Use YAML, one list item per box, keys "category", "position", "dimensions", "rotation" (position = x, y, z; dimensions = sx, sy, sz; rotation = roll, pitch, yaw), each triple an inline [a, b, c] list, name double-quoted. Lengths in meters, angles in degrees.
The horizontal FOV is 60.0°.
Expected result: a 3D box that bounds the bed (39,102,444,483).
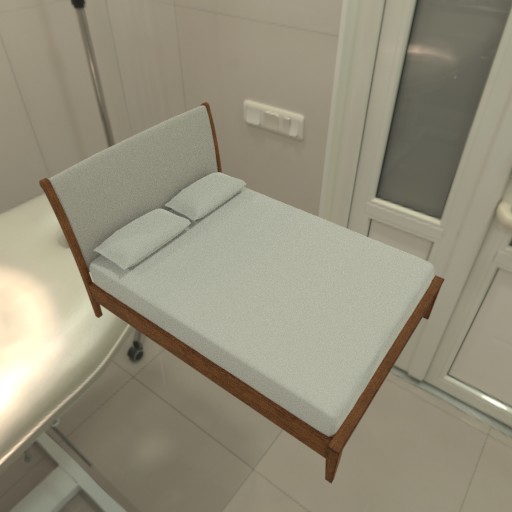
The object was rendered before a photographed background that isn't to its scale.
- category: "bed"
  position: [0.000, 0.000, 2.932]
  dimensions: [2.108, 1.135, 1.502]
  rotation: [26, 47, 27]
